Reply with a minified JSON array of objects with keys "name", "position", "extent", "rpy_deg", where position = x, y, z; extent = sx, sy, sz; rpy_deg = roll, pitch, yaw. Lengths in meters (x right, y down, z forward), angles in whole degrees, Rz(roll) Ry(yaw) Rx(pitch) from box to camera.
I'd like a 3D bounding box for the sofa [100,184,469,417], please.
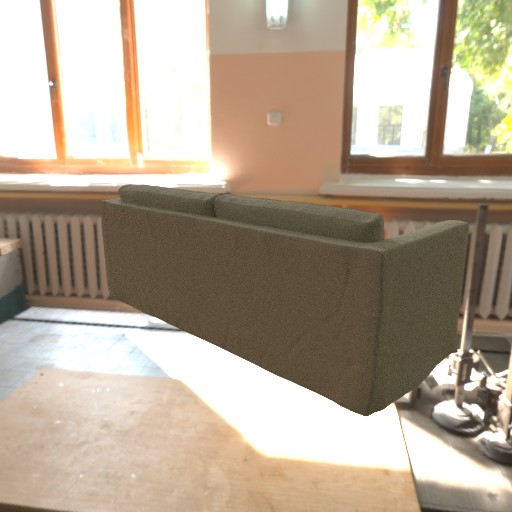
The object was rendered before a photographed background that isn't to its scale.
[{"name":"sofa","position":[0.000,0.000,2.824],"extent":[2.296,0.847,0.956],"rpy_deg":[13,20,43]}]
